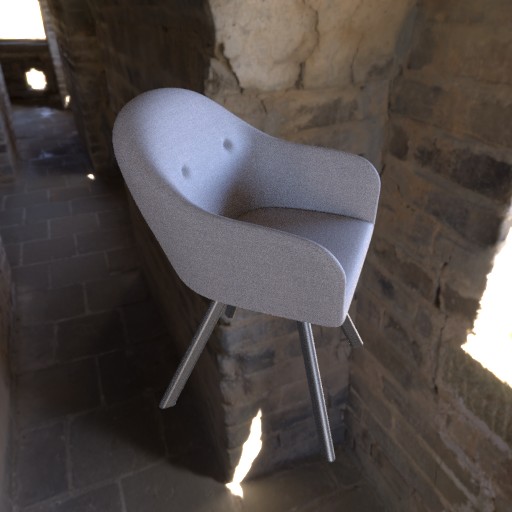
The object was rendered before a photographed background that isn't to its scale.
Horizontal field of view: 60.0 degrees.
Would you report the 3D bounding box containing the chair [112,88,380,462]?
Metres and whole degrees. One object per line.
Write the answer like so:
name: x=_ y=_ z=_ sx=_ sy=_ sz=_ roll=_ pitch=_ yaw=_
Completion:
chair: x=0.000 y=0.000 z=1.138 sx=0.570 sy=0.780 sz=0.540 roll=11 pitch=32 yaw=18
